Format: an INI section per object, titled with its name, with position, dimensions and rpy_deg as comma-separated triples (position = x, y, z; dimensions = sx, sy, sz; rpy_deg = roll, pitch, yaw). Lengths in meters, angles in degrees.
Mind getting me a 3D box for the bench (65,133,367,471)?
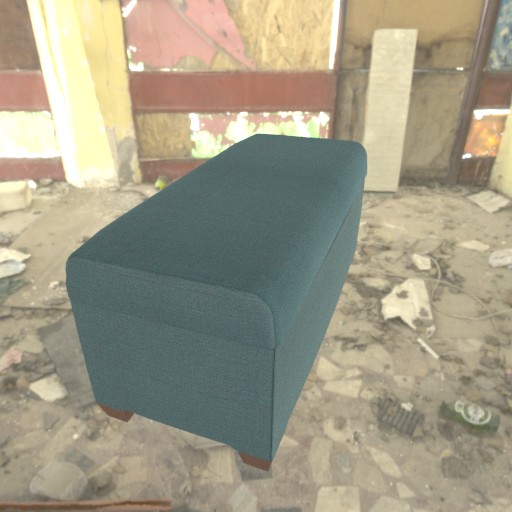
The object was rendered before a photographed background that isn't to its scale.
[bench]
position = 0.000, 0.000, 1.268
dimensions = 0.476, 0.474, 0.995
rpy_deg = 11, 31, 18
